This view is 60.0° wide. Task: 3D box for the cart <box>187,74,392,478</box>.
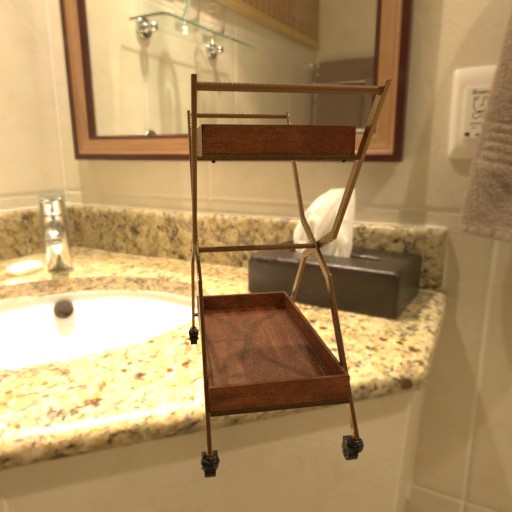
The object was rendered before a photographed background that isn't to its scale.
[{"bbox_3d":[0.000,0.000,1.306,0.405,0.869,0.836,-2,14,-10],"label":"cart"}]
